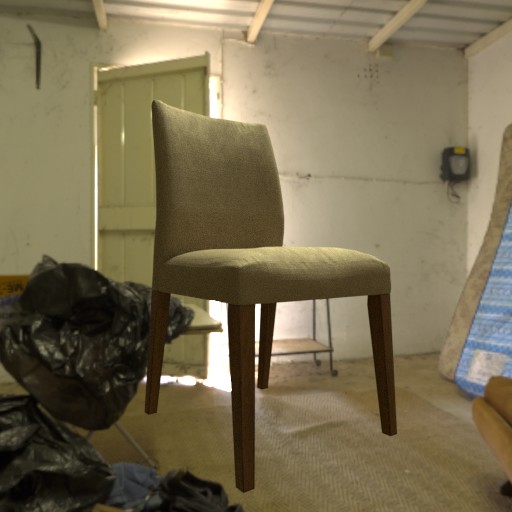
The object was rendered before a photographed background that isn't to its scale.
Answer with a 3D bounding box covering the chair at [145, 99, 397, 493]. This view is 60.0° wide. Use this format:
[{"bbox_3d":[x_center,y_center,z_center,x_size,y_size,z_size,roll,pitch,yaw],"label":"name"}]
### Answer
[{"bbox_3d":[0.000,0.000,1.261,0.496,0.940,0.585,0,0,-36],"label":"chair"}]
